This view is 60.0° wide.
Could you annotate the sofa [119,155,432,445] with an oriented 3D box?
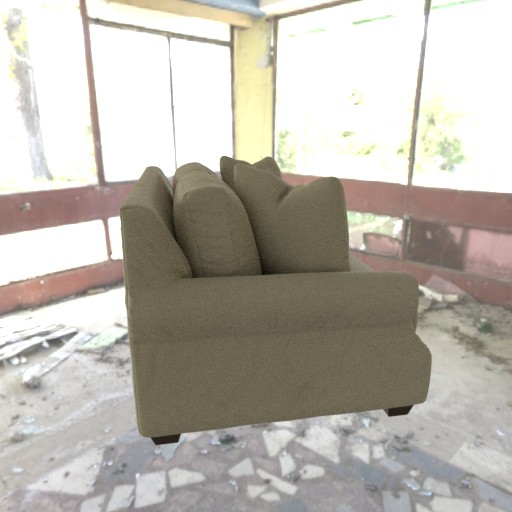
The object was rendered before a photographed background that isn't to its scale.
[{"bbox_3d":[0.000,0.000,2.103,1.070,0.905,1.550,-3,16,-10],"label":"sofa"}]
